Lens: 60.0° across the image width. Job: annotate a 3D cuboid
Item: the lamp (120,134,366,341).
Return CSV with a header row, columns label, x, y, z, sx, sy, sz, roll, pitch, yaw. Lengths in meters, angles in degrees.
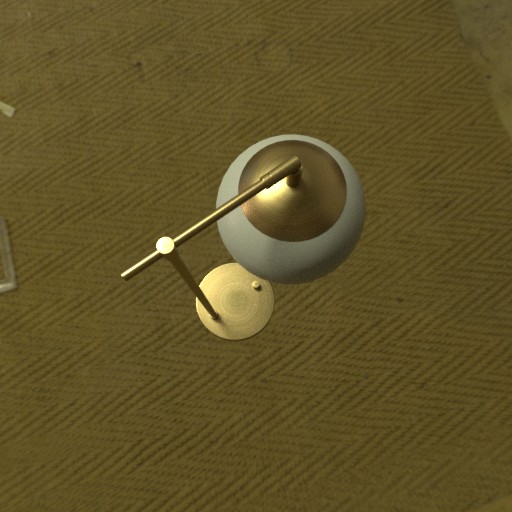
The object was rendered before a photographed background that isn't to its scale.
label,x,y,z,sx,sy,sz,roll,pitch,yaw
lamp,0.000,0.000,0.724,0.324,0.559,0.207,-35,78,-9
